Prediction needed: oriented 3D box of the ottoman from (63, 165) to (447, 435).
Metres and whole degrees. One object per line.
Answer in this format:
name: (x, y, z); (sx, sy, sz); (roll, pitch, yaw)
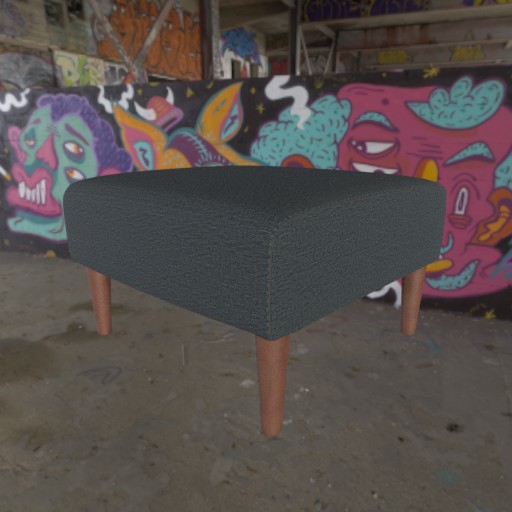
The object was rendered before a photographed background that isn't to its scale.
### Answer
ottoman: (0.000, 0.000, 1.053); (0.650, 0.398, 0.649); (14, 21, 41)
